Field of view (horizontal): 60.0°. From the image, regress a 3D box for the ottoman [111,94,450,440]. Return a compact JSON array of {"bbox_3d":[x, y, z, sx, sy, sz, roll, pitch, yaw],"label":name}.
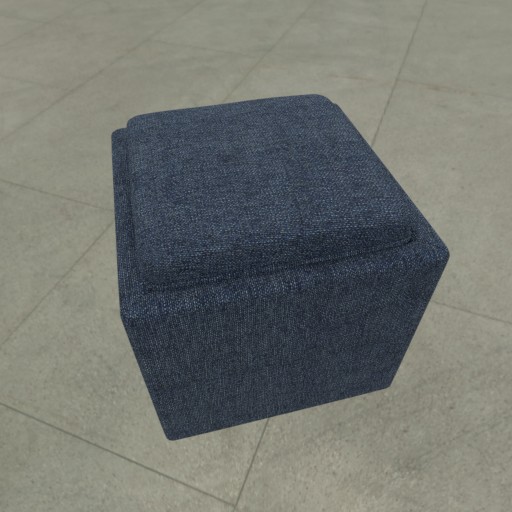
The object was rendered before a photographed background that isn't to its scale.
[{"bbox_3d":[0.000,0.000,0.838,0.450,0.460,0.450,-10,47,-10],"label":"ottoman"}]
